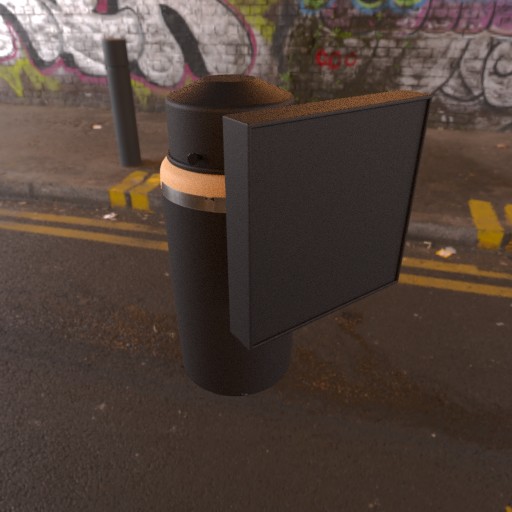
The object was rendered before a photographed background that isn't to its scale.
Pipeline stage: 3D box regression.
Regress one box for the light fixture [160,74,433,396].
[{"bbox_3d":[0.000,0.000,0.351,0.130,0.257,0.176,-19,34,-30],"label":"light fixture"}]
